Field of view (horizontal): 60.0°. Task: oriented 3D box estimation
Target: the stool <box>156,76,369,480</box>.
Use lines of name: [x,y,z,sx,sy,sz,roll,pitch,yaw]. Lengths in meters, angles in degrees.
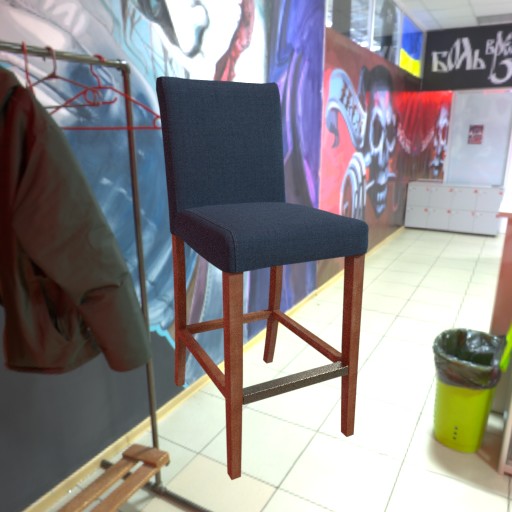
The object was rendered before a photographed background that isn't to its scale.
stool: [0.000,0.000,1.395,0.454,1.088,0.574,-8,17,-26]
